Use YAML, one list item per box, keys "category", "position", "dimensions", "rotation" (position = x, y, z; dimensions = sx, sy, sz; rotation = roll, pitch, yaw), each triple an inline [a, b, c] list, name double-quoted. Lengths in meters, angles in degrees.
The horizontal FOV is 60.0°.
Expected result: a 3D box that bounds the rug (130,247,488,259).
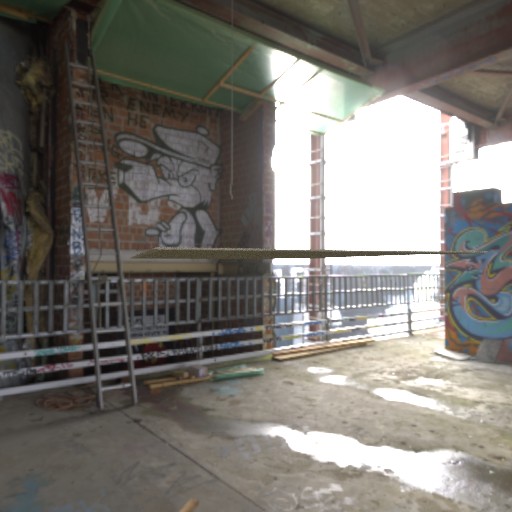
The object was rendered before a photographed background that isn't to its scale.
- category: "rug"
  position: [0.000, 0.000, 2.202]
  dimensions: [1.143, 0.006, 1.747]
  rotation: [0, -1, -18]
